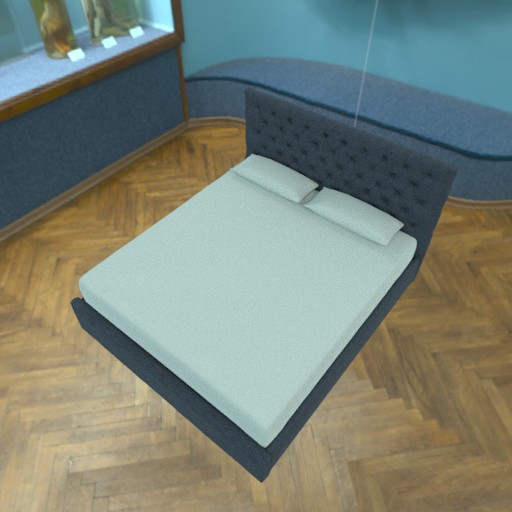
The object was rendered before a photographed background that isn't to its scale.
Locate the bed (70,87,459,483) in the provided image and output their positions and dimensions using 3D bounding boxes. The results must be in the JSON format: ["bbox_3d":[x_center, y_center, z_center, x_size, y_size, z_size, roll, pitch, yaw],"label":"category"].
[{"bbox_3d":[0.000,0.000,3.651,2.078,1.427,2.387,30,54,26],"label":"bed"}]
